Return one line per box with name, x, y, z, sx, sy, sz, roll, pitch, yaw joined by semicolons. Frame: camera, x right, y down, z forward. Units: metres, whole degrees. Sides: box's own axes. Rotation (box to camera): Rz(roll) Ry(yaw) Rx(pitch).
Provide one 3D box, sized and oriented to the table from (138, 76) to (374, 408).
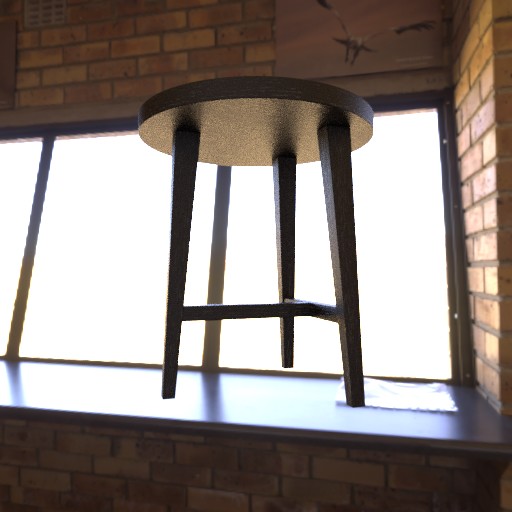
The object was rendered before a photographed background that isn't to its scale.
table;0.000;0.000;0.771;0.399;0.460;0.399;0;-1;0
